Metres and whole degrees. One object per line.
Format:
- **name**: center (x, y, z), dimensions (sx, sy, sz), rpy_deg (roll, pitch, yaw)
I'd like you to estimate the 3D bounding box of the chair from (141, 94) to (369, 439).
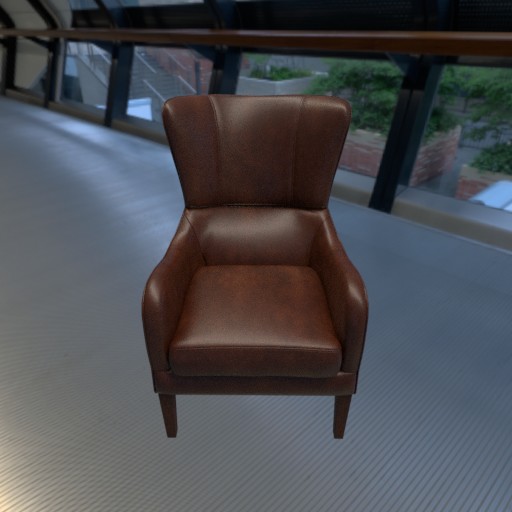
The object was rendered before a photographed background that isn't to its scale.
- **chair**: center (0.000, 0.000, 1.667), dimensions (0.692, 1.048, 0.914), rpy_deg (0, 29, 0)
